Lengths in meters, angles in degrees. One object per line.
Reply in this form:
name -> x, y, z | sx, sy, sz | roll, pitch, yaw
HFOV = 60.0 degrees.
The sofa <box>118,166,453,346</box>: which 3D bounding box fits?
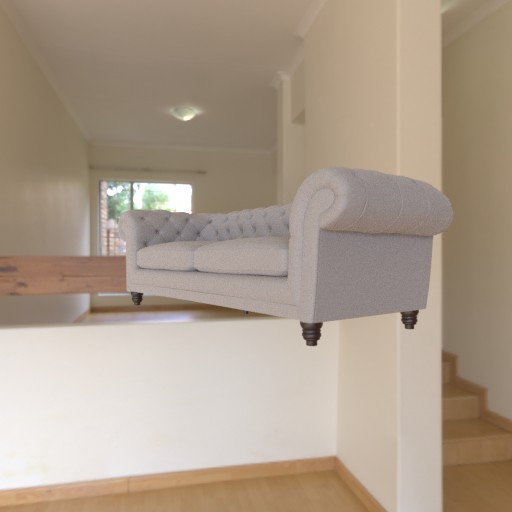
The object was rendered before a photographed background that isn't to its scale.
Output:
sofa -> 0.000, 0.000, 2.867 | 0.991, 0.749, 2.411 | 0, 0, -37
